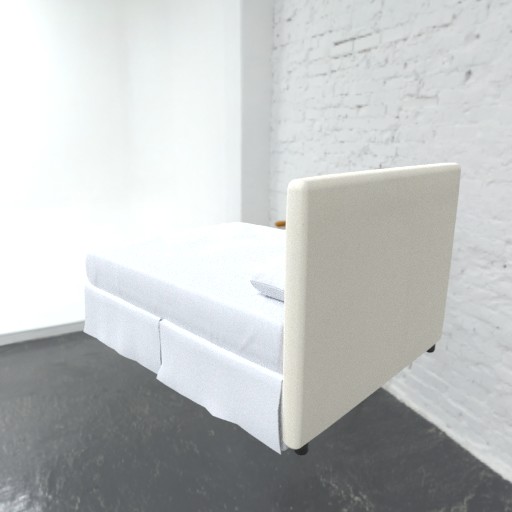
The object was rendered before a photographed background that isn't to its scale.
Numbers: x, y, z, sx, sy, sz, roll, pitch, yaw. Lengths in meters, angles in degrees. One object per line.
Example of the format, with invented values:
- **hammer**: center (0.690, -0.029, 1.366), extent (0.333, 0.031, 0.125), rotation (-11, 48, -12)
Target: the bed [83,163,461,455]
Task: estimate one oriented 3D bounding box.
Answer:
- **bed**: center (0.000, 0.000, 3.159), extent (2.142, 1.330, 1.713), rotation (14, 21, 42)
